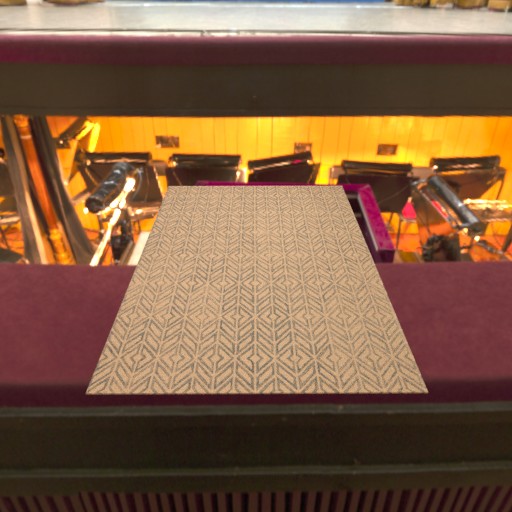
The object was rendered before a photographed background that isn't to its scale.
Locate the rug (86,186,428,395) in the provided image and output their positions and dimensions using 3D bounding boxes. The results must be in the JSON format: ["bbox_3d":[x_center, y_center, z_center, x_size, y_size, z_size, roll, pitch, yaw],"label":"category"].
[{"bbox_3d":[0.000,0.000,2.348,1.220,0.008,1.824,0,32,0],"label":"rug"}]
